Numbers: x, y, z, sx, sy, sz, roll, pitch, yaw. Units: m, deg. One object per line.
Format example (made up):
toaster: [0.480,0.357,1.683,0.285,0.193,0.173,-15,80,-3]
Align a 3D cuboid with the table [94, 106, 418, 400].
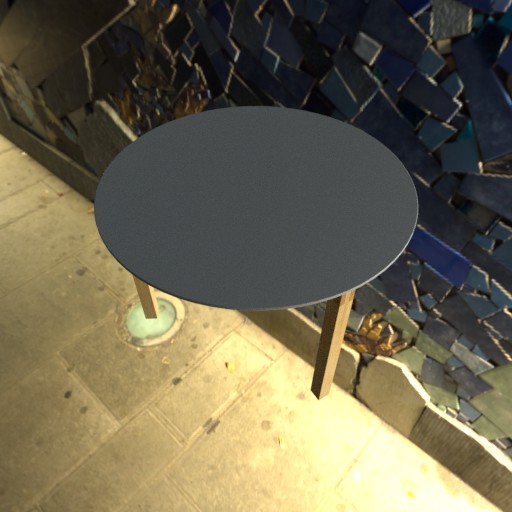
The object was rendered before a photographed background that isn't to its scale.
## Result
table: [0.000,0.000,0.991,0.600,0.405,0.600,0,46,0]
